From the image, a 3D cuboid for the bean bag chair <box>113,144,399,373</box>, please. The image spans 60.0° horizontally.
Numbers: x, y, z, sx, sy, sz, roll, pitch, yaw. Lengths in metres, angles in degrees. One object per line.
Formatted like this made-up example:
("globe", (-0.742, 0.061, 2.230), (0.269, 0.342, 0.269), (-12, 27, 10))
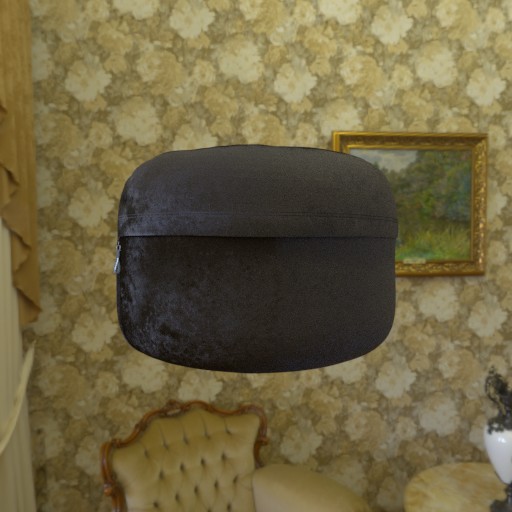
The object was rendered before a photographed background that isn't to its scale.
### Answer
("bean bag chair", (0.000, 0.000, 1.503), (0.918, 0.605, 0.918), (0, 1, 0))
